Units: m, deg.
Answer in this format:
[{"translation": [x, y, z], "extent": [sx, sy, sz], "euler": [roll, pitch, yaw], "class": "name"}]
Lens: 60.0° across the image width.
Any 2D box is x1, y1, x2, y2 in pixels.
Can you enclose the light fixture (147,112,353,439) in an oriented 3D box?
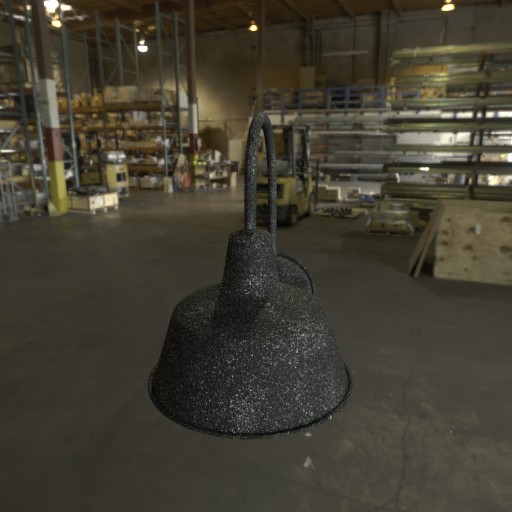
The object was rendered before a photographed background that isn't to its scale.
[{"translation": [0.000, 0.000, 0.478], "extent": [0.216, 0.300, 0.283], "euler": [2, 14, 9], "class": "light fixture"}]
